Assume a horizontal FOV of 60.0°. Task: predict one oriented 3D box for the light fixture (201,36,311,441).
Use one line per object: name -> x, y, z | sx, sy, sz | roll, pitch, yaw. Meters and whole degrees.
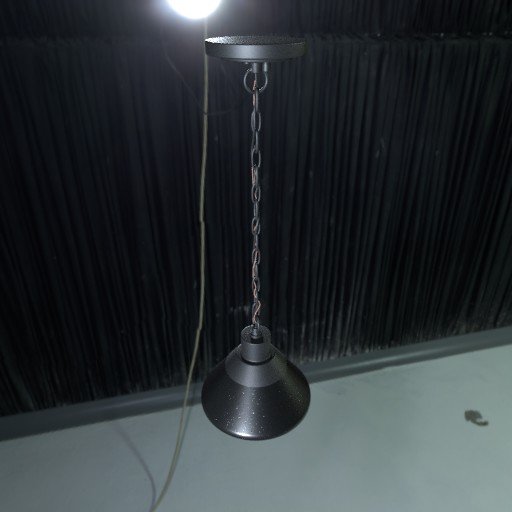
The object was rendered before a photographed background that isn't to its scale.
light fixture -> 0.000, 0.000, 0.669 | 0.201, 0.588, 0.201 | -10, 32, -16
